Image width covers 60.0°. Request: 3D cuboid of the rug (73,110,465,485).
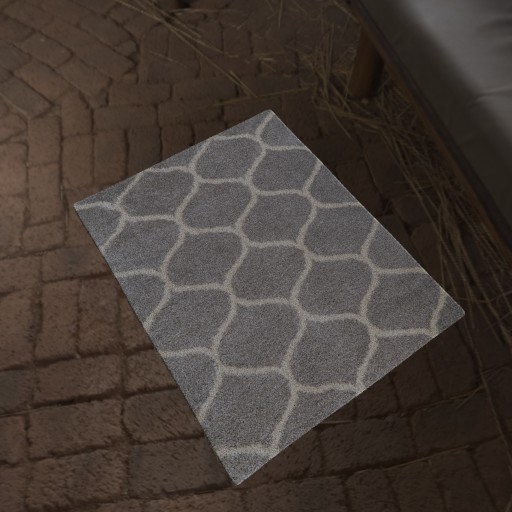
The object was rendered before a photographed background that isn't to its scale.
[{"bbox_3d":[0.000,0.000,4.131,2.399,0.026,3.000,-31,65,-16],"label":"rug"}]
